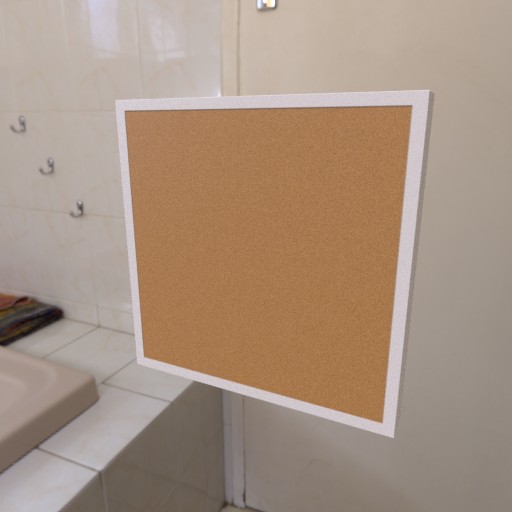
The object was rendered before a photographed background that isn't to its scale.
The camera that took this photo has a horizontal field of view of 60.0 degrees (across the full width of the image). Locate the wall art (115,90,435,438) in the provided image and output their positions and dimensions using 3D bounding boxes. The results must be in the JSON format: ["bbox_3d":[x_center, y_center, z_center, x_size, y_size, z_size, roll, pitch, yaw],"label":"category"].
[{"bbox_3d":[0.000,0.000,0.450,0.305,0.305,0.038,8,18,25],"label":"wall art"}]
